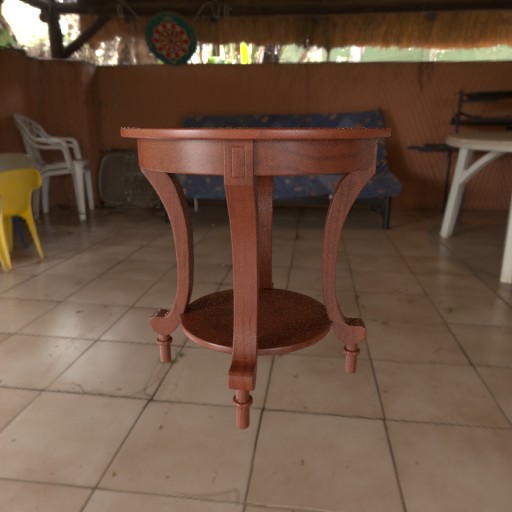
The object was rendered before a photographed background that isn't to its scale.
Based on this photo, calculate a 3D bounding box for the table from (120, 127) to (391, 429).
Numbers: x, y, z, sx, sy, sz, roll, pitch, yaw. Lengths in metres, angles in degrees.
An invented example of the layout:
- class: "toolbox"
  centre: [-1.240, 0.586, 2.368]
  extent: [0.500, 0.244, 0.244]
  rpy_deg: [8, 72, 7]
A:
- class: "table"
  centre: [0.000, 0.000, 1.102]
  extent: [0.597, 0.612, 0.597]
  rpy_deg: [0, 16, 0]
